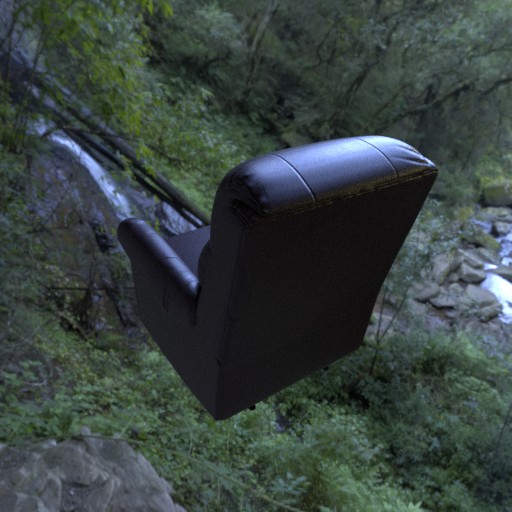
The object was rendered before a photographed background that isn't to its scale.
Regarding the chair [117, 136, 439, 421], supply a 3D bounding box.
[{"bbox_3d":[0.000,0.000,1.798,0.838,1.054,1.014,-19,35,-29],"label":"chair"}]
